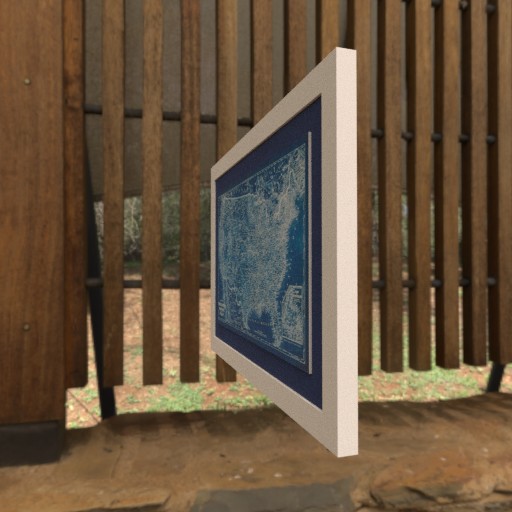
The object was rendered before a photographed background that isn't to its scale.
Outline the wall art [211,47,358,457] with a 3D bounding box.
[{"bbox_3d":[0.000,0.000,1.602,0.051,0.902,1.308,0,-1,-18],"label":"wall art"}]
